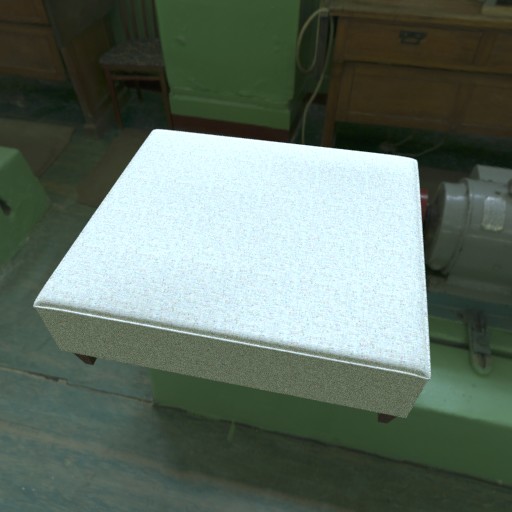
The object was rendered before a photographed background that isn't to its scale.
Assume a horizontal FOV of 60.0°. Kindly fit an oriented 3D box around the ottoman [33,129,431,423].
[{"bbox_3d":[0.000,0.000,1.240,0.835,0.303,0.736,9,47,8],"label":"ottoman"}]
